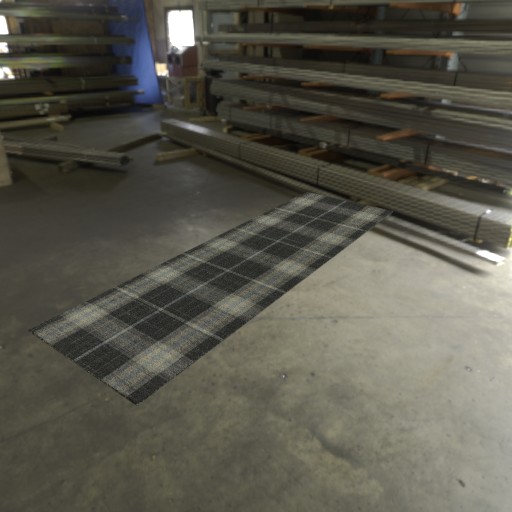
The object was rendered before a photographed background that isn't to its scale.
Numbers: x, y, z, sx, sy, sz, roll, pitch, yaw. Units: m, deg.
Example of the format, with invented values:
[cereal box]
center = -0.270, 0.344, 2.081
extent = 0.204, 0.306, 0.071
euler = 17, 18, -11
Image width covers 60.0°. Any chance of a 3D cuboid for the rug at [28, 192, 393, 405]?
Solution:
[rug]
center = 0.000, 0.000, 2.670
extent = 0.760, 0.012, 2.434
euler = 19, 32, 33
